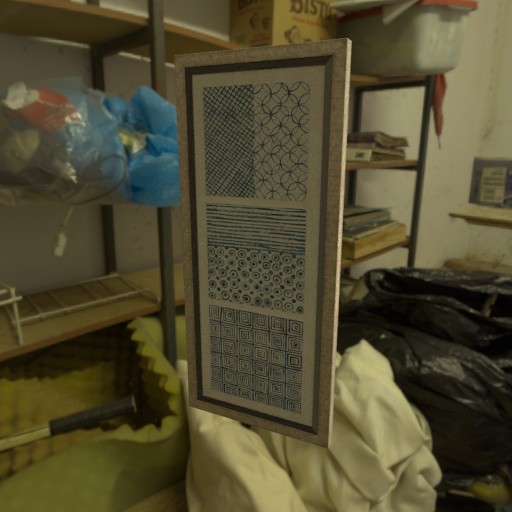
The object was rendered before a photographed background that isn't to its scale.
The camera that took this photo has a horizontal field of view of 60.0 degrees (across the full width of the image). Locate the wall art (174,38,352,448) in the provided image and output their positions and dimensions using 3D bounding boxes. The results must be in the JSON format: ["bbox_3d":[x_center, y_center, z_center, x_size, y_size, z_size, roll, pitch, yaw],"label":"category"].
[{"bbox_3d":[0.000,0.000,1.696,0.648,1.461,0.051,7,16,25],"label":"wall art"}]
